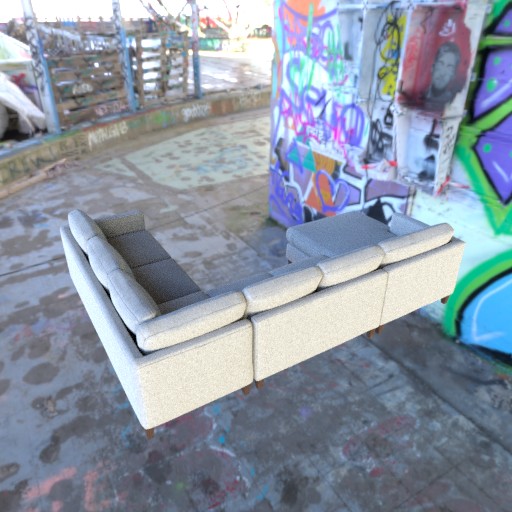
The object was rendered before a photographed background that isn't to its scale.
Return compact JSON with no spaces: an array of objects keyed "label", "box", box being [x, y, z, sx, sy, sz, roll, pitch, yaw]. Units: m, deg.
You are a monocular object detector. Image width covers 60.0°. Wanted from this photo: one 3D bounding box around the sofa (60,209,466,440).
[{"label":"sofa","box":[0.000,0.000,4.741,3.460,0.959,2.593,-17,33,-27]}]
